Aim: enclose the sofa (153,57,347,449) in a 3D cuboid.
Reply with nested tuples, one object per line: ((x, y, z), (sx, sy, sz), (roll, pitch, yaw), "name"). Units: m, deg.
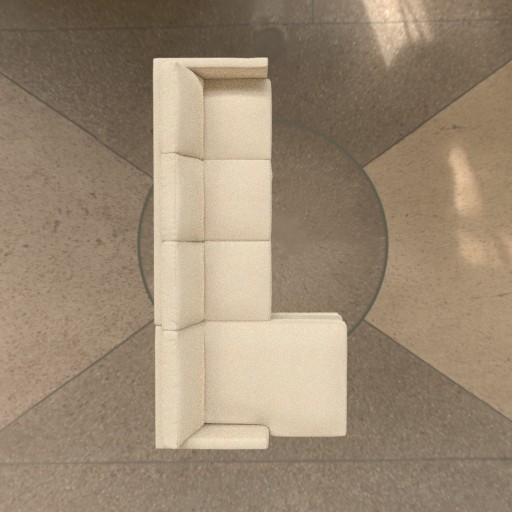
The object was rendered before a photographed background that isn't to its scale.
((0.000, 0.000, 3.848), (1.650, 0.922, 3.205), (0, 91, 1), "sofa")
